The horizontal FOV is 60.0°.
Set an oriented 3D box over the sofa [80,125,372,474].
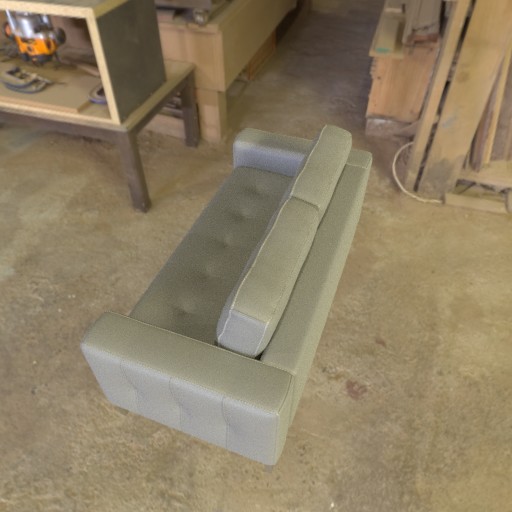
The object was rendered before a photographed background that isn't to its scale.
[{"bbox_3d":[0.000,0.000,2.258,0.833,0.893,1.726,15,48,14],"label":"sofa"}]
